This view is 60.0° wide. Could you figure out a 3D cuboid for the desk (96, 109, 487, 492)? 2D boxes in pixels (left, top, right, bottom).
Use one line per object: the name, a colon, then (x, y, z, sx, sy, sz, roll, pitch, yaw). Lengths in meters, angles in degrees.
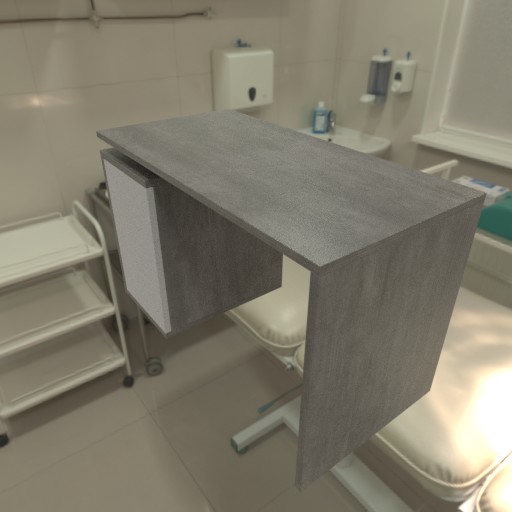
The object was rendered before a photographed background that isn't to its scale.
desk: (0.000, 0.000, 1.599, 0.600, 0.740, 1.200, -21, 37, -31)
